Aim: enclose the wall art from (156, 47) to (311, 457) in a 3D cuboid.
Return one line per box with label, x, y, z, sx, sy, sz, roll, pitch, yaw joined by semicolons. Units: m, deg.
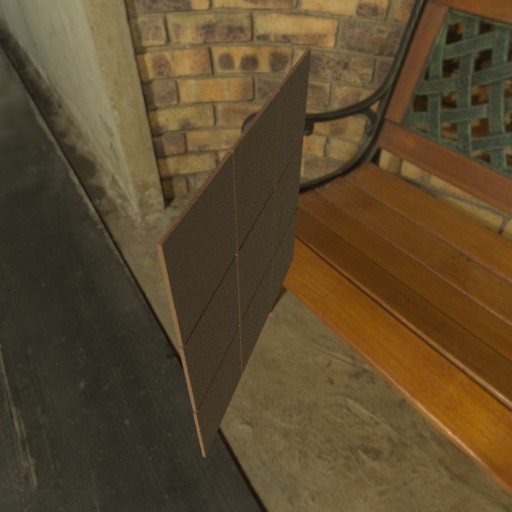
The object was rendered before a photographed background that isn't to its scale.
wall art;0.000;0.000;1.362;0.010;0.917;0.919;15;47;14
